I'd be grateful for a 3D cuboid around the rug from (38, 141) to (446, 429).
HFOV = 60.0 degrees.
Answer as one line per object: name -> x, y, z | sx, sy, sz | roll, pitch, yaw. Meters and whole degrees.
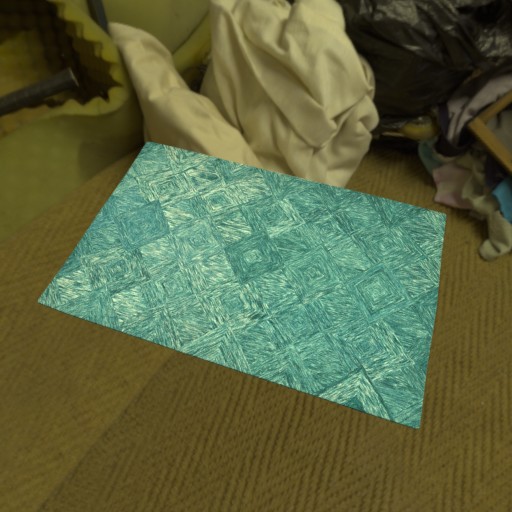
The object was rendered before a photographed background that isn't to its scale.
rug -> 0.000, 0.000, 2.161 | 1.728, 0.017, 1.136 | 16, 58, 10
